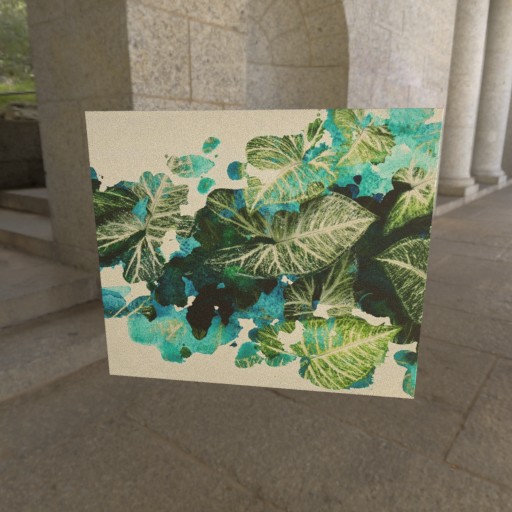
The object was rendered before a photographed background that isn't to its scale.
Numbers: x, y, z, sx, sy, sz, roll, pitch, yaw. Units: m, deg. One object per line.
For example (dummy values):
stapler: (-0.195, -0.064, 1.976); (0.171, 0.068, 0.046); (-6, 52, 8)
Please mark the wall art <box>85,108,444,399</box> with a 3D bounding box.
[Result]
wall art: (0.000, 0.000, 0.696); (0.507, 0.435, 0.041); (2, 15, 8)
